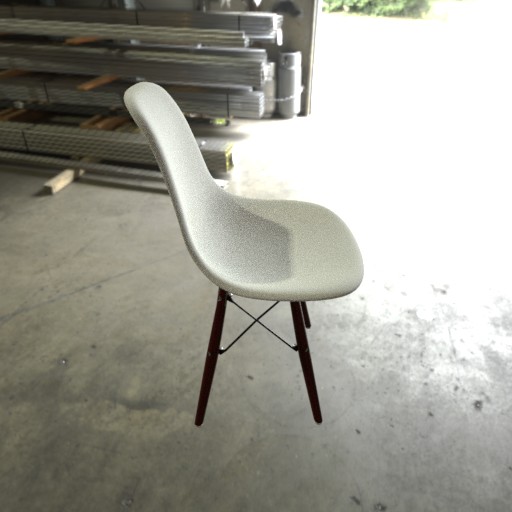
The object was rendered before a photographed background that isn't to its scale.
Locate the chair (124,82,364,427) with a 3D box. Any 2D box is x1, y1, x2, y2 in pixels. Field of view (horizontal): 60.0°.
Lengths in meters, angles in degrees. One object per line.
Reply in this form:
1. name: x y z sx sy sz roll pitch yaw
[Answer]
1. chair: 0.000 0.000 1.144 0.533 0.826 0.470 1 33 1
